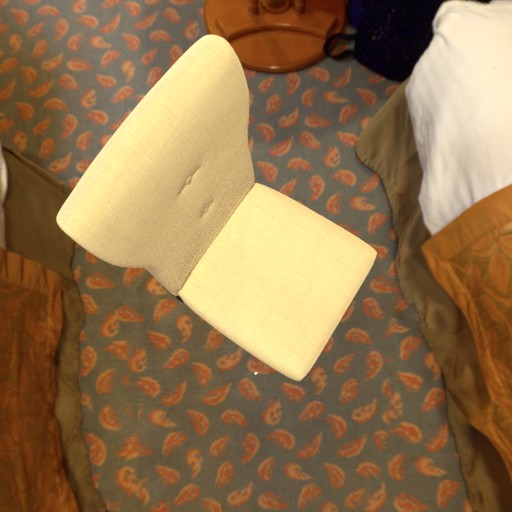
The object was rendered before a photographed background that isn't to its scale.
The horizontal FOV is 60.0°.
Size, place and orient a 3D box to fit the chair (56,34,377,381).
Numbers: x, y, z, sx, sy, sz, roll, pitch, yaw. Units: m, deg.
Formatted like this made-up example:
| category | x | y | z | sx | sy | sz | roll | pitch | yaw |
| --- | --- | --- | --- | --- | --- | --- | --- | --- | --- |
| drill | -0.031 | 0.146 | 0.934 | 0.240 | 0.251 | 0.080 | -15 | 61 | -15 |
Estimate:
| category | x | y | z | sx | sy | sz | roll | pitch | yaw |
| --- | --- | --- | --- | --- | --- | --- | --- | --- | --- |
| chair | 0.000 | 0.000 | 1.256 | 0.597 | 0.921 | 0.509 | 32 | 78 | 8 |
